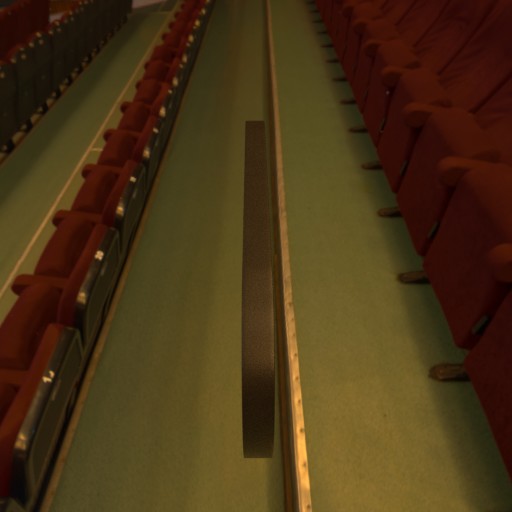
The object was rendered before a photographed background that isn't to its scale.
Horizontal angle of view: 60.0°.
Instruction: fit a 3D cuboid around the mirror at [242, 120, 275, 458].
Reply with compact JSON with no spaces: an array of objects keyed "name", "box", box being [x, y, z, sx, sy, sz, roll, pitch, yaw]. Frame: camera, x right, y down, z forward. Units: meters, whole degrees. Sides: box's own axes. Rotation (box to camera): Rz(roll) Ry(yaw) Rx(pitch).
[{"name":"mirror","box":[0.000,0.000,0.669,0.032,0.254,0.584,0,42,0]}]
